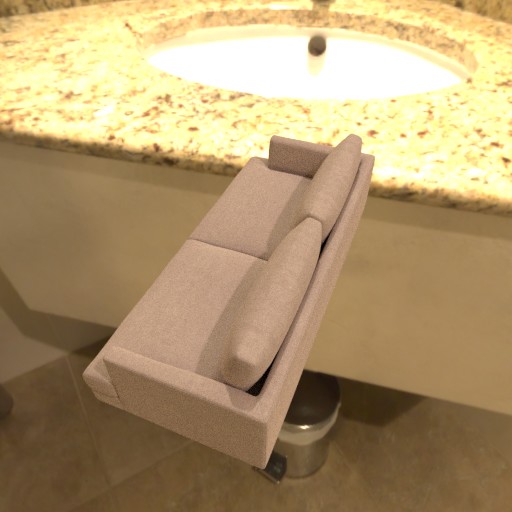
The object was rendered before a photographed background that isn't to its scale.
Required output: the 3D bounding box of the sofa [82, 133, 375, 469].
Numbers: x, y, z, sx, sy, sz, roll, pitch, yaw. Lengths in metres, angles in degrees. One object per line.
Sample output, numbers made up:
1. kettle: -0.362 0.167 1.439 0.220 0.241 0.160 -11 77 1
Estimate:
1. sofa: 0.000 0.000 2.845 1.020 0.868 2.250 16 46 16
